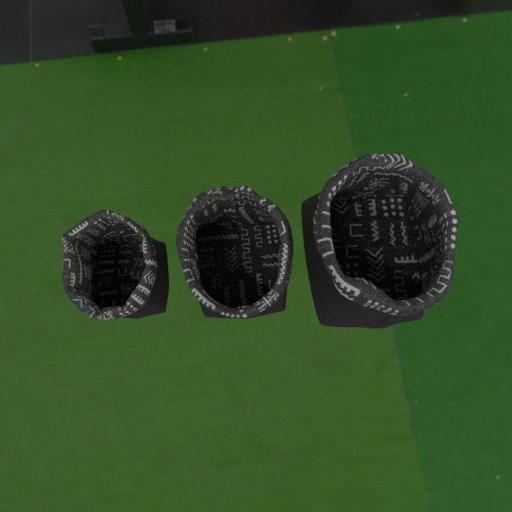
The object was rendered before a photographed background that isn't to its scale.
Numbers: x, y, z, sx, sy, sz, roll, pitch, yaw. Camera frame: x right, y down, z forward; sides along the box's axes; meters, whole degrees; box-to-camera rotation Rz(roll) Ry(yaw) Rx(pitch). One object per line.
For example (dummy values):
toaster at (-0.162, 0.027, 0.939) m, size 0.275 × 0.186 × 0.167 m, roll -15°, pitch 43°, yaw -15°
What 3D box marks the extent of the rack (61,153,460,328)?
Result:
rack at (0.000, 0.000, 1.073) m, size 0.905 × 0.323 × 0.379 m, roll -5°, pitch 75°, yaw -1°
